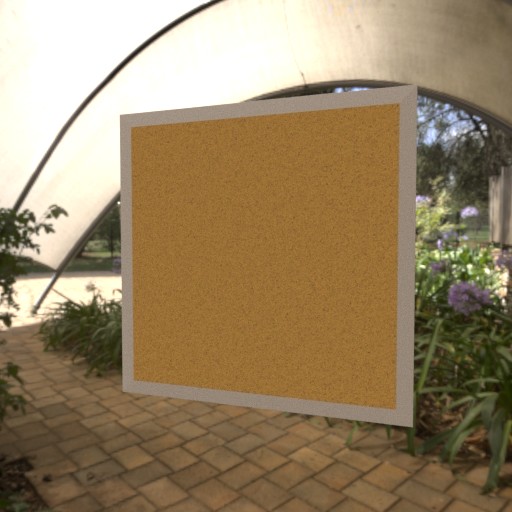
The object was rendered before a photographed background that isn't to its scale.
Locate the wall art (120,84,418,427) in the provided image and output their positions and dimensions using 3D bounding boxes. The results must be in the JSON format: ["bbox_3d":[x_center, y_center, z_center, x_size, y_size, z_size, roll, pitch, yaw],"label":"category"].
[{"bbox_3d":[0.000,0.000,1.911,1.289,1.291,0.098,1,2,18],"label":"wall art"}]
